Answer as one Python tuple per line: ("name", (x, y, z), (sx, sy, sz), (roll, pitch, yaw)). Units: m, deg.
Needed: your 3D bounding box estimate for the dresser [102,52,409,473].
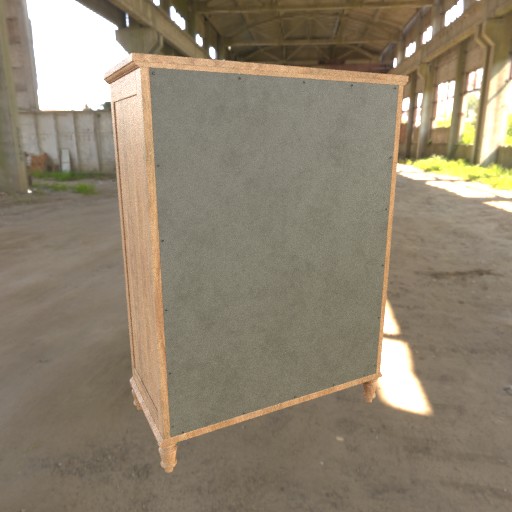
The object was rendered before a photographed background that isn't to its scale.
("dresser", (0.000, 0.000, 1.734), (0.973, 1.318, 0.484), (-8, 17, -27))
